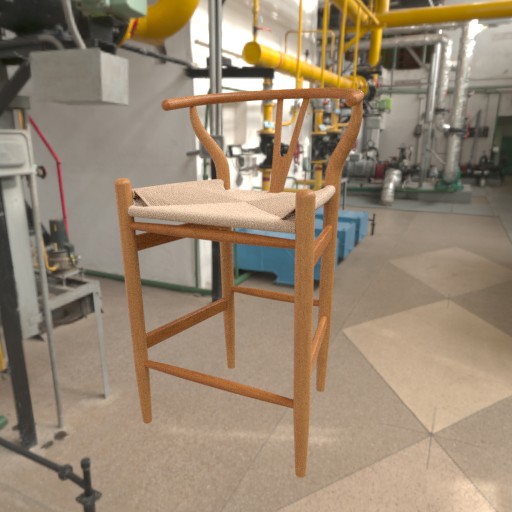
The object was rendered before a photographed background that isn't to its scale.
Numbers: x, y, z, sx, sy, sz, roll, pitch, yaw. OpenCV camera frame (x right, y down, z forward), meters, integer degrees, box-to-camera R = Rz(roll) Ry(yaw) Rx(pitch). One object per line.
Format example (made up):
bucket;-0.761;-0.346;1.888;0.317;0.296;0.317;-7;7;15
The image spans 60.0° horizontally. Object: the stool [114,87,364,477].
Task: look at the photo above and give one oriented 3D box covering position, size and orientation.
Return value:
stool;0.000;0.000;1.313;0.569;0.970;0.579;8;18;25
